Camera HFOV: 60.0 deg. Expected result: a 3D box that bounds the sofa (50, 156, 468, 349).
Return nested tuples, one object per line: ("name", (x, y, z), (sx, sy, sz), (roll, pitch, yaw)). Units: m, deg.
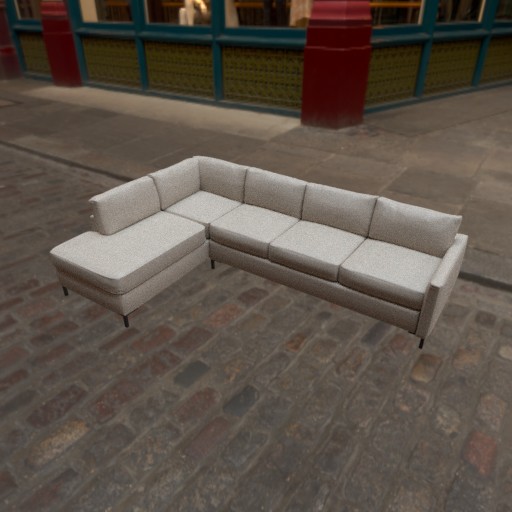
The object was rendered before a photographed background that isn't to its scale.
("sofa", (0.000, 0.000, 3.082), (2.423, 0.703, 1.617), (19, 36, 28))
